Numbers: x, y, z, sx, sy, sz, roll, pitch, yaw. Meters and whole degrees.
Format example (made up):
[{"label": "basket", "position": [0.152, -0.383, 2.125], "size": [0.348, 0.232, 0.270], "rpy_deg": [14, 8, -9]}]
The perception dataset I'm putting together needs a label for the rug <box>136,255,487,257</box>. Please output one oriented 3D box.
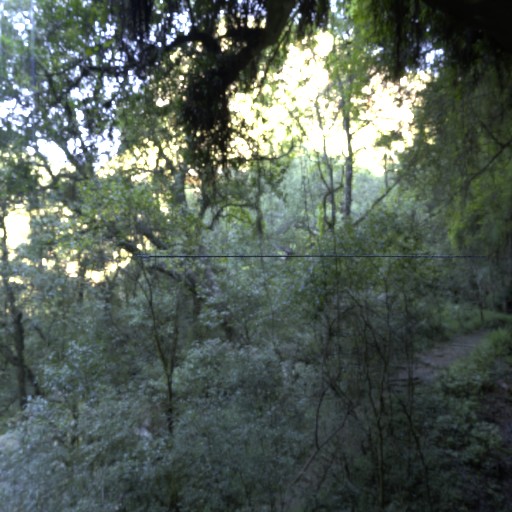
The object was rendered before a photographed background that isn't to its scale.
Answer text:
[{"label": "rug", "position": [0.000, 0.000, 2.179], "size": [1.135, 0.010, 1.740], "rpy_deg": [0, 0, -17]}]
